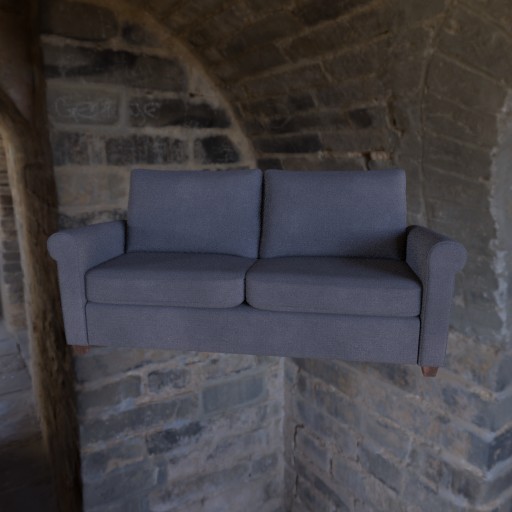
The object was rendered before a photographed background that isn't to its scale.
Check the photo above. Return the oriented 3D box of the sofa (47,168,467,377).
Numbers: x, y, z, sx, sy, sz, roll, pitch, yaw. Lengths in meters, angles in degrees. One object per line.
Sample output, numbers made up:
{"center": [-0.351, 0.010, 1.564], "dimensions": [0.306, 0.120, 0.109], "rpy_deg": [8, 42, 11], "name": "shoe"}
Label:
{"center": [0.000, 0.000, 2.438], "dimensions": [1.935, 0.942, 0.842], "rpy_deg": [2, 11, 8], "name": "sofa"}
